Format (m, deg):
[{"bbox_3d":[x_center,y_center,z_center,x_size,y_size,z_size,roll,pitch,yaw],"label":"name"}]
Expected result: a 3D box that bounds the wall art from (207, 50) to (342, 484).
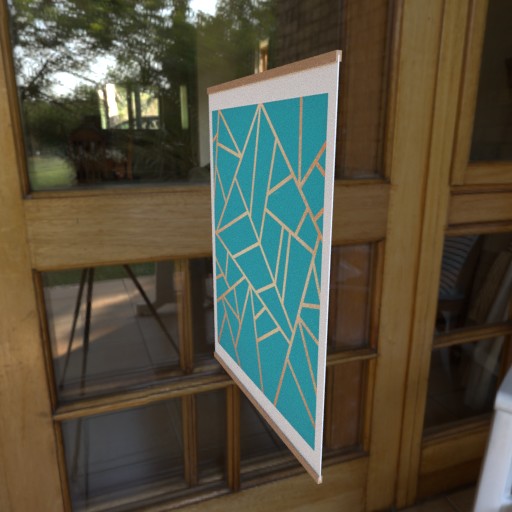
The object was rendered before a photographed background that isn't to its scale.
[{"bbox_3d":[0.000,0.000,1.330,0.013,1.016,0.758,-7,16,-25],"label":"wall art"}]
